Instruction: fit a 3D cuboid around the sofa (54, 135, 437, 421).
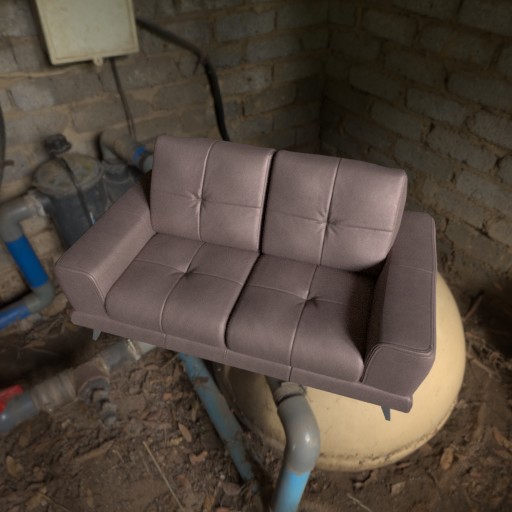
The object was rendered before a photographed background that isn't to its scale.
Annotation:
[{"bbox_3d":[0.000,0.000,2.338,1.806,0.907,1.018,12,42,13],"label":"sofa"}]
